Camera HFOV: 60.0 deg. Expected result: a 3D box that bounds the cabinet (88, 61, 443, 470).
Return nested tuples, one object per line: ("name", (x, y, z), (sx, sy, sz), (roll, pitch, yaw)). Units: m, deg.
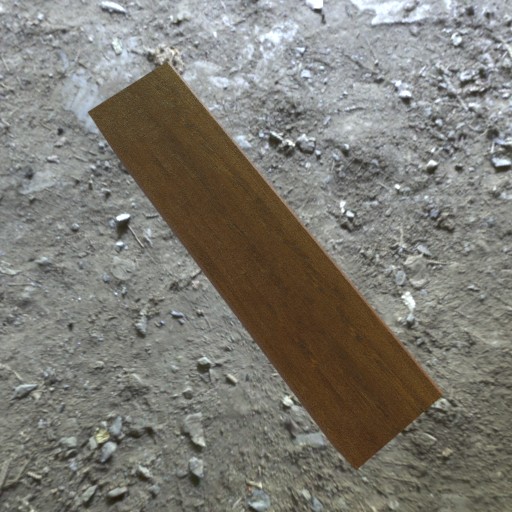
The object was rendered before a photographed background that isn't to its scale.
("cabinet", (0.000, 0.000, 1.837), (0.419, 0.510, 1.600), (-36, 79, -8))
